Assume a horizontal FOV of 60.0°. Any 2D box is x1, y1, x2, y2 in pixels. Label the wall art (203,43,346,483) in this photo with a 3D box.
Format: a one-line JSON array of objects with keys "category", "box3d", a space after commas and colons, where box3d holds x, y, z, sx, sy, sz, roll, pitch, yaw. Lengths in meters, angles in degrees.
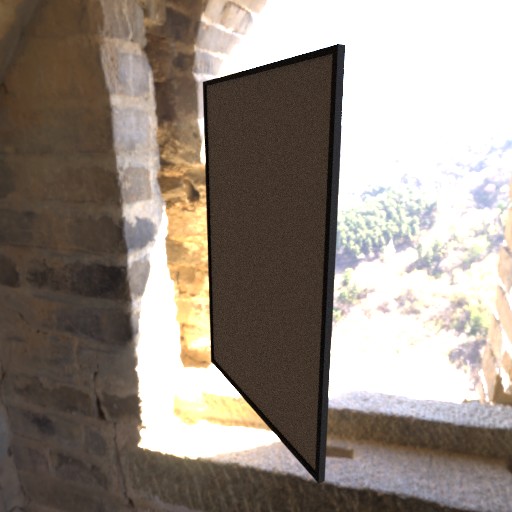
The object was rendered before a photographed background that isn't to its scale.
[{"category": "wall art", "box3d": [0.000, 0.000, 0.837, 0.013, 0.660, 0.460, -8, 17, -27]}]
